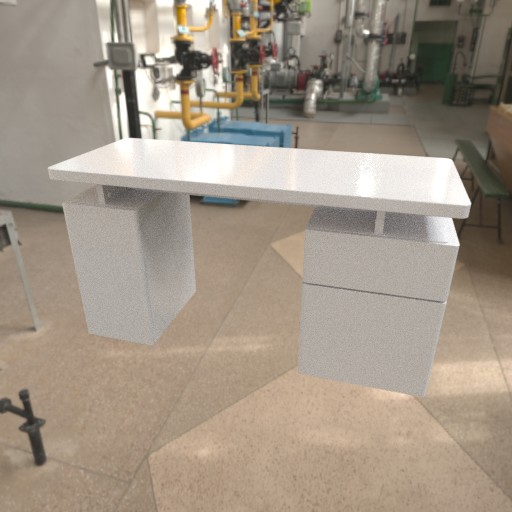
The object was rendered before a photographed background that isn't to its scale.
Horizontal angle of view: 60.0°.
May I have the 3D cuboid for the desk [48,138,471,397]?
[{"bbox_3d":[0.000,0.000,1.800,1.400,0.762,0.550,7,27,14],"label":"desk"}]
